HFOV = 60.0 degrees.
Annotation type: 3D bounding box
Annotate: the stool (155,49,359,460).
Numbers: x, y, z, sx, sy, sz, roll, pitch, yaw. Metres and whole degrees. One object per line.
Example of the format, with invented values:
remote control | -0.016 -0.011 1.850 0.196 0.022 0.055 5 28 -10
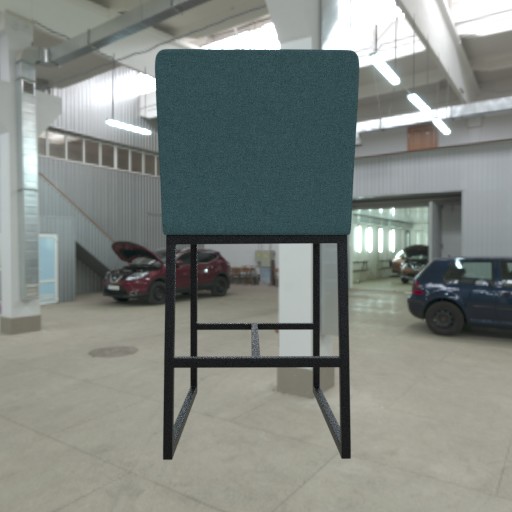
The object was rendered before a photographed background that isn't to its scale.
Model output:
stool | 0.000 0.000 1.255 0.460 0.940 0.560 0 1 -1
